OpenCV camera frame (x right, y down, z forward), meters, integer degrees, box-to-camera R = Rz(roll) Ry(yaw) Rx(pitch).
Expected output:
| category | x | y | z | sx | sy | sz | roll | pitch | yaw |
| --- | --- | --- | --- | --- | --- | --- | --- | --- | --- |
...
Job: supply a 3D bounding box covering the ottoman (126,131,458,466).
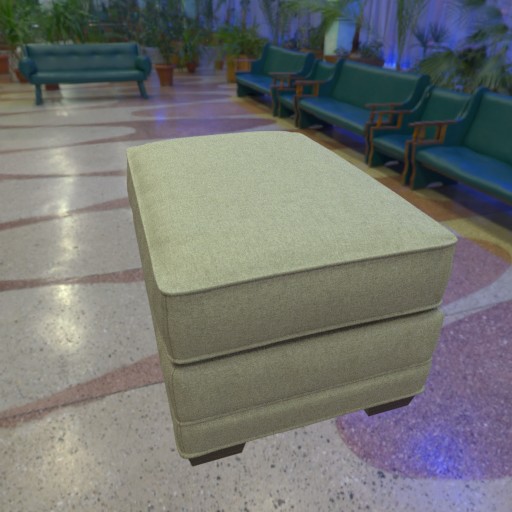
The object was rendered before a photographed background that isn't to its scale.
| category | x | y | z | sx | sy | sz | roll | pitch | yaw |
| --- | --- | --- | --- | --- | --- | --- | --- | --- | --- |
| ottoman | 0.000 | 0.000 | 1.208 | 0.611 | 0.508 | 0.848 | -9 | 32 | -15 |
